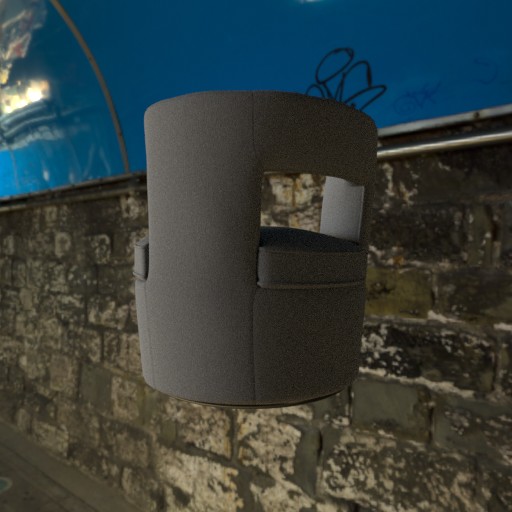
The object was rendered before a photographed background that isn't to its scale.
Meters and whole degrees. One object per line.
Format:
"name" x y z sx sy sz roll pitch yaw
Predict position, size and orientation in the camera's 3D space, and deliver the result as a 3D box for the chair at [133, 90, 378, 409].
"chair" 0.000 0.000 1.273 0.689 0.719 0.660 0 0 -36
